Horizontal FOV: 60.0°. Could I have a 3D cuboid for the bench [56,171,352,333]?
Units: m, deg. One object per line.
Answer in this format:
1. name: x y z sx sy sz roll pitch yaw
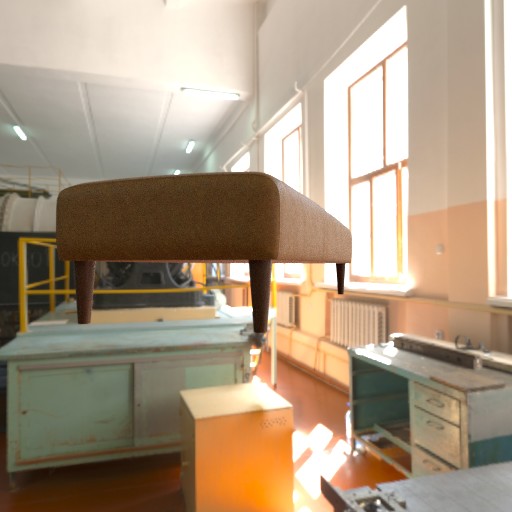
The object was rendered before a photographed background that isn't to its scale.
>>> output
1. bench: 0.000 0.000 1.847 0.653 0.399 1.610 0 -1 18
